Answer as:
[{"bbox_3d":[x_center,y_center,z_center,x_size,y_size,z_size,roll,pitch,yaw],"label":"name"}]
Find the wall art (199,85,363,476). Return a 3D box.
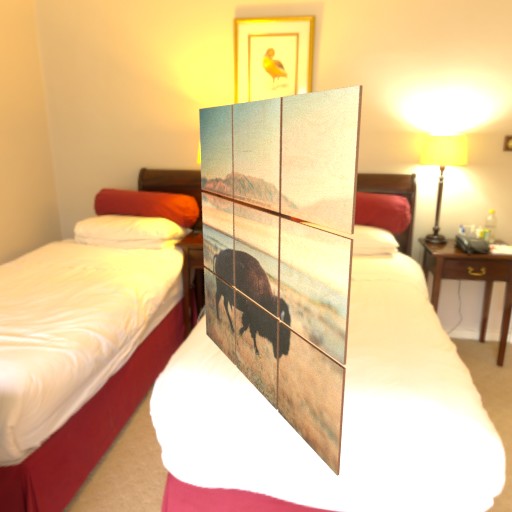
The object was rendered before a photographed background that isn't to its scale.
[{"bbox_3d":[0.000,0.000,2.313,0.019,1.532,1.533,-8,17,-26],"label":"wall art"}]
